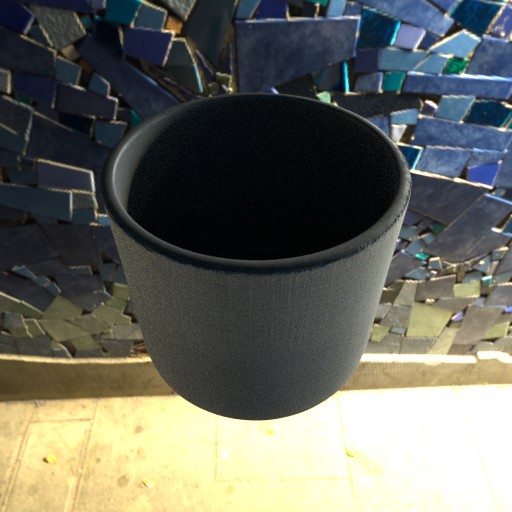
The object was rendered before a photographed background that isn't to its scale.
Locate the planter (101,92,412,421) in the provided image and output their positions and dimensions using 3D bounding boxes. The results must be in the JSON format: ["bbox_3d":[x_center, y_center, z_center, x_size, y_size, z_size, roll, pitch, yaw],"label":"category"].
[{"bbox_3d":[0.000,0.000,0.394,0.226,0.201,0.226,0,45,0],"label":"planter"}]
